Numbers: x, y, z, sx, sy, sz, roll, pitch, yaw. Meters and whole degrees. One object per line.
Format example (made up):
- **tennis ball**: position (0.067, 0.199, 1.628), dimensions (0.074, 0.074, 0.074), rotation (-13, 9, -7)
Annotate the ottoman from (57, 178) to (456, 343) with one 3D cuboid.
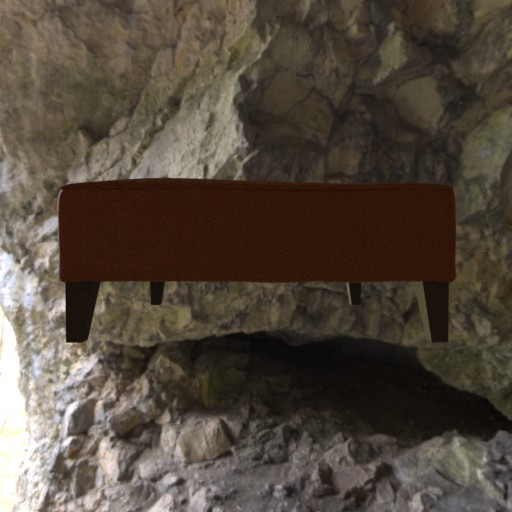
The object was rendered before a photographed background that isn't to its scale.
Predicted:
- **ottoman**: position (0.000, 0.000, 1.575), dimensions (0.997, 0.438, 0.999), rotation (0, 0, 0)
